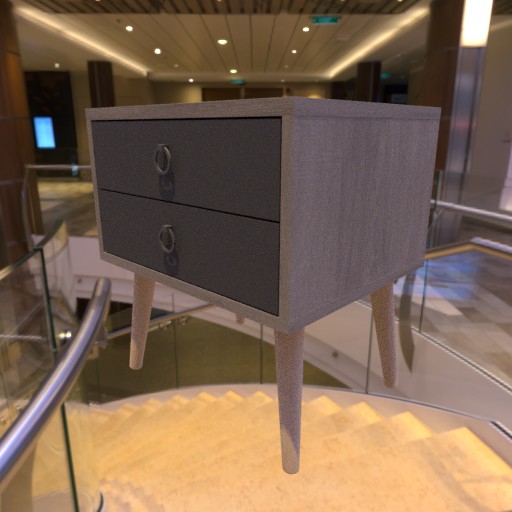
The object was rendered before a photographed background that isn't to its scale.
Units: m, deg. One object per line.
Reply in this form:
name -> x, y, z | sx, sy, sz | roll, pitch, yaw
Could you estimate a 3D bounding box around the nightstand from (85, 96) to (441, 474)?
nightstand -> 0.000, 0.000, 0.790 | 0.450, 0.500, 0.380 | 15, 22, 42
